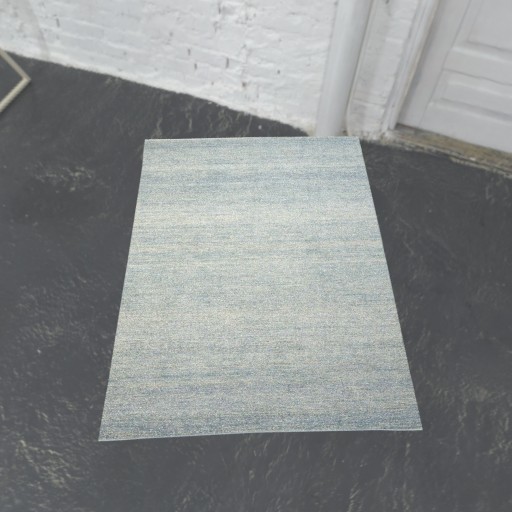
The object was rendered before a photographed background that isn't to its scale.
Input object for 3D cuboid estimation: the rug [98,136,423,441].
[{"bbox_3d":[0.000,0.000,4.215,2.461,0.046,3.237,-1,57,-1],"label":"rug"}]
